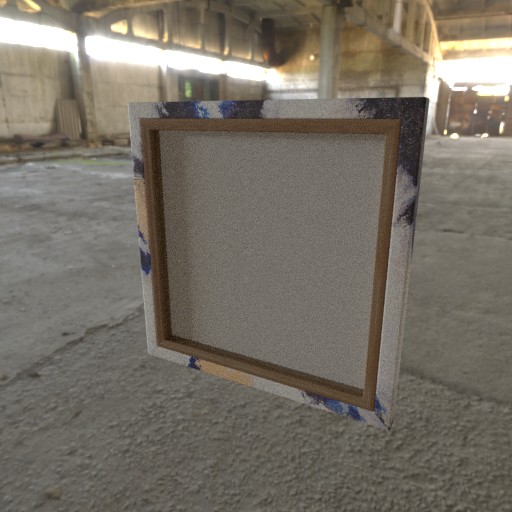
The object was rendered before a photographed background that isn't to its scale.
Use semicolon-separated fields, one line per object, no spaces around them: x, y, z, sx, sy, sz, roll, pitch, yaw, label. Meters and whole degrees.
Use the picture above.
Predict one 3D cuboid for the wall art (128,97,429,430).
0.000;0.000;0.919;0.609;0.609;0.039;9;20;27;wall art
